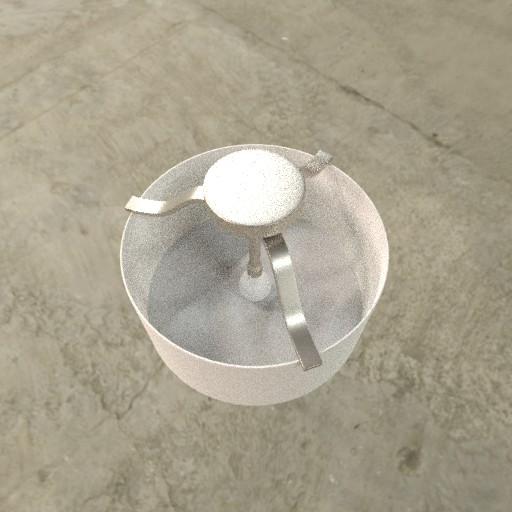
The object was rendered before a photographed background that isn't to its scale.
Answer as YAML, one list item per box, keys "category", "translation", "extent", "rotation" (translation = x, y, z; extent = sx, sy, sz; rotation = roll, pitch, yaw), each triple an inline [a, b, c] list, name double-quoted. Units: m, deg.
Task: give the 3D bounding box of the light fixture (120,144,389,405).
- category: "light fixture"
  translation: [0.000, 0.000, 0.665]
  extent: [0.395, 0.304, 0.395]
  rotation: [0, 58, 0]
